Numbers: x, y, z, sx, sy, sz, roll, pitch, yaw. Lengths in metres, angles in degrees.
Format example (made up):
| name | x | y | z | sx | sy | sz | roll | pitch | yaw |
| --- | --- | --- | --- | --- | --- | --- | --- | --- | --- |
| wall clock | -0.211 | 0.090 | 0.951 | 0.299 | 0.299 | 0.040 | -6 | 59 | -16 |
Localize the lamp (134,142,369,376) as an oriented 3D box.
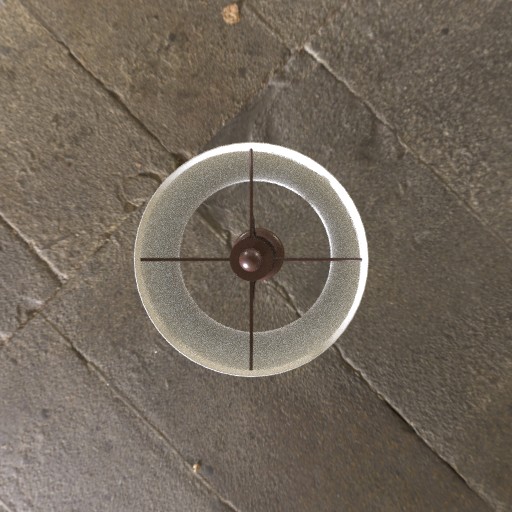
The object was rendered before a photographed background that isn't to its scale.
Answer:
| name | x | y | z | sx | sy | sz | roll | pitch | yaw |
| --- | --- | --- | --- | --- | --- | --- | --- | --- | --- |
| lamp | 0.000 | 0.000 | 0.810 | 0.254 | 0.690 | 0.254 | 0 | 91 | 1 |
